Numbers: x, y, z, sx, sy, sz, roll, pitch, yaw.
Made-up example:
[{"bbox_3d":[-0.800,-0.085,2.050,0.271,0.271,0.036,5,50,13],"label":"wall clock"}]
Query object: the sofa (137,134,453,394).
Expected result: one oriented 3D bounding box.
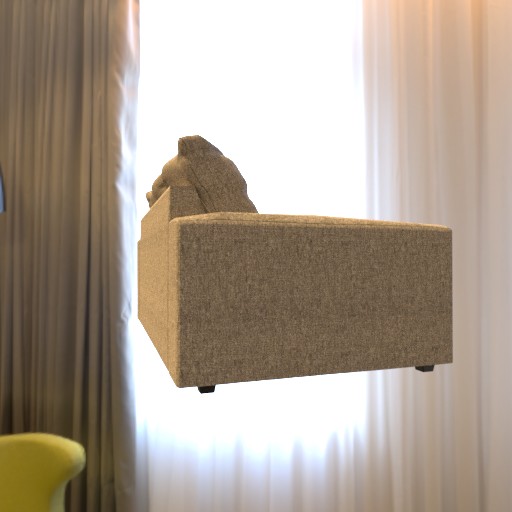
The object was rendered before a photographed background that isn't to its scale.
[{"bbox_3d":[0.000,0.000,2.327,1.094,0.877,1.758,0,-1,-19],"label":"sofa"}]
